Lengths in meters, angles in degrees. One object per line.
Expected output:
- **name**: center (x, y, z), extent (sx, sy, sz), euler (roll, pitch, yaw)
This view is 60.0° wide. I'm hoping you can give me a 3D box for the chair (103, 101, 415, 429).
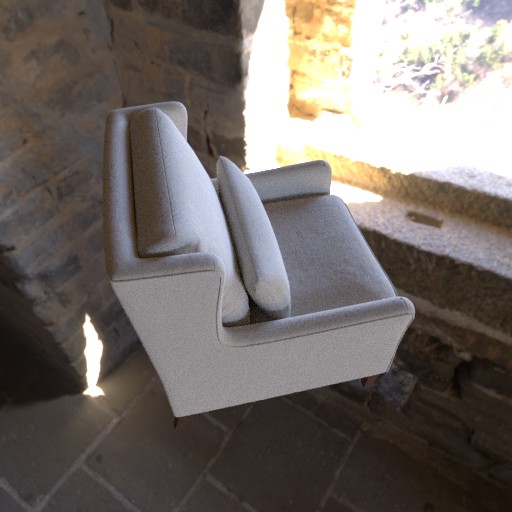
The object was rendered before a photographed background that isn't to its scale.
- **chair**: center (0.000, 0.000, 1.898), extent (1.040, 1.056, 0.982), euler (-9, 47, -9)
